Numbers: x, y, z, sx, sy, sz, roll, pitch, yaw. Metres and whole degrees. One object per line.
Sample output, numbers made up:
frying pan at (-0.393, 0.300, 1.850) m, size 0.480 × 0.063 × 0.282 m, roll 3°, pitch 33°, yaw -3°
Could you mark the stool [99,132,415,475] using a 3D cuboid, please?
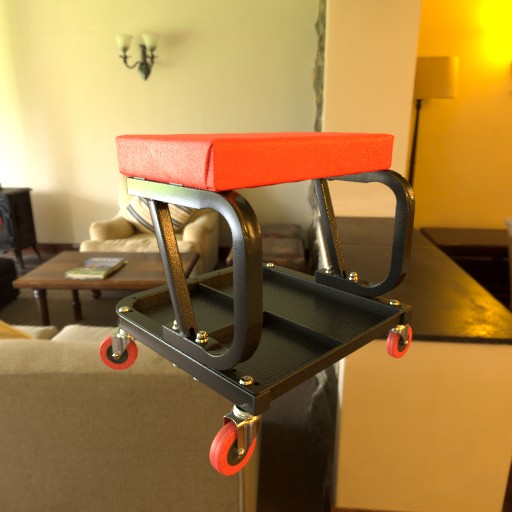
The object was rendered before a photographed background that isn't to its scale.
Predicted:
stool at (0.000, 0.000, 0.713) m, size 0.446 × 0.380 × 0.371 m, roll -15°, pitch 22°, yaw -42°
